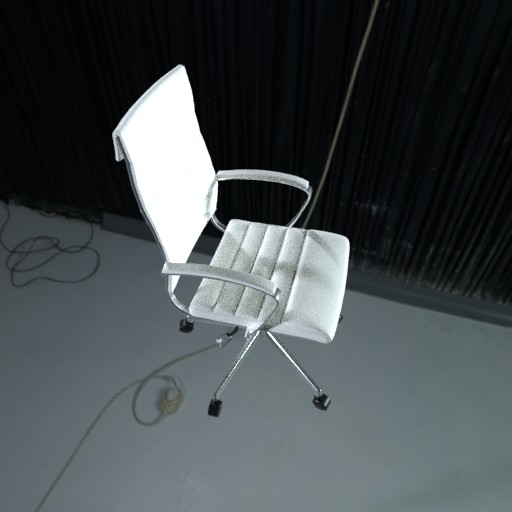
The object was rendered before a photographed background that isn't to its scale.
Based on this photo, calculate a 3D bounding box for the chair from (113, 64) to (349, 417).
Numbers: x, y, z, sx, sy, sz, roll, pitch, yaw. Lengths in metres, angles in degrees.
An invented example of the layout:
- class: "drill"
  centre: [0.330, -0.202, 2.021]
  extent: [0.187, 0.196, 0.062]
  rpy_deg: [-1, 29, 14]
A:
- class: "chair"
  centre: [0.000, 0.000, 1.615]
  extent: [0.739, 1.149, 0.766]
  rpy_deg: [11, 46, 11]
